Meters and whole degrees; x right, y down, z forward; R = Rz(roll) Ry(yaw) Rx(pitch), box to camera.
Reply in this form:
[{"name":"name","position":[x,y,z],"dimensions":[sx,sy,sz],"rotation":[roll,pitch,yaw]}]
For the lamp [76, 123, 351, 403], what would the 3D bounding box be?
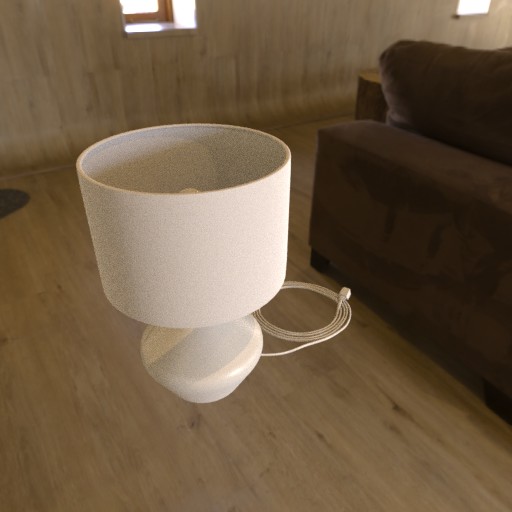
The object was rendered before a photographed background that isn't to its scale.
[{"name":"lamp","position":[0.000,0.000,0.834],"dimensions":[0.546,0.457,0.401],"rotation":[-9,33,-14]}]
